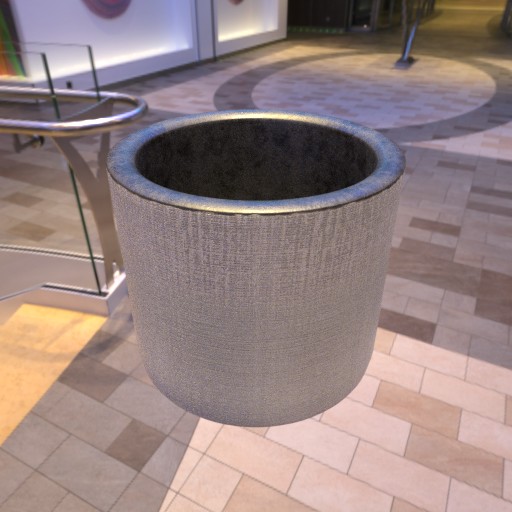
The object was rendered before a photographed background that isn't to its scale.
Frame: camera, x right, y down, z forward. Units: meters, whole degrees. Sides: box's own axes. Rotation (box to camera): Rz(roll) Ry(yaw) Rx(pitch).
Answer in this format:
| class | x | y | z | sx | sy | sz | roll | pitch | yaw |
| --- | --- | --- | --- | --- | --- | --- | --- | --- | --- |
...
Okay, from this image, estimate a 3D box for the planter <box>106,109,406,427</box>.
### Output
| class | x | y | z | sx | sy | sz | roll | pitch | yaw |
| --- | --- | --- | --- | --- | --- | --- | --- | --- | --- |
| planter | 0.000 | 0.000 | 0.218 | 0.125 | 0.112 | 0.125 | 0 | 33 | 0 |
